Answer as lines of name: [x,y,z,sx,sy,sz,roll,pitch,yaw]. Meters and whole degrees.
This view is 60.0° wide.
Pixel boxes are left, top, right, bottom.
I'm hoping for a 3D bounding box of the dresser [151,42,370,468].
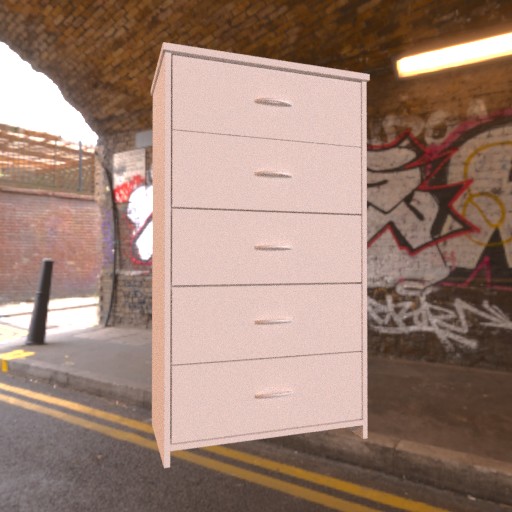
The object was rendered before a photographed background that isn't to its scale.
dresser: [0.000,0.000,1.588,0.704,1.255,0.399,0,-1,-19]
